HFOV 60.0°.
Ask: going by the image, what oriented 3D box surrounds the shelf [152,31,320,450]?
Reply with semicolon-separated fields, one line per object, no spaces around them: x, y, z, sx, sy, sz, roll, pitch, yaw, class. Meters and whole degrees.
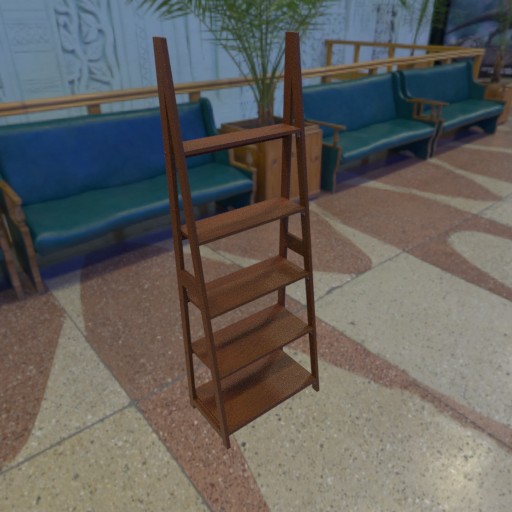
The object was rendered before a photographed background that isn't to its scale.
0.000;0.000;1.999;0.630;1.780;0.356;-21;35;-32;shelf
